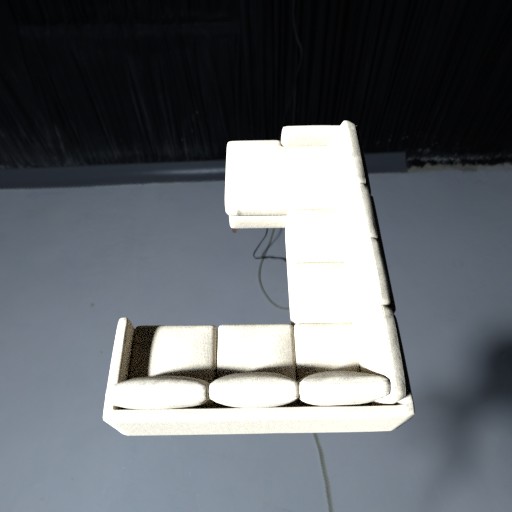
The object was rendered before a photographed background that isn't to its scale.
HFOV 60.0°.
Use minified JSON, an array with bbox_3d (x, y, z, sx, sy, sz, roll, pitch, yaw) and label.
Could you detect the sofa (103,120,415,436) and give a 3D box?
[{"bbox_3d":[0.000,0.000,4.712,2.593,0.959,3.460,-1,58,0],"label":"sofa"}]
